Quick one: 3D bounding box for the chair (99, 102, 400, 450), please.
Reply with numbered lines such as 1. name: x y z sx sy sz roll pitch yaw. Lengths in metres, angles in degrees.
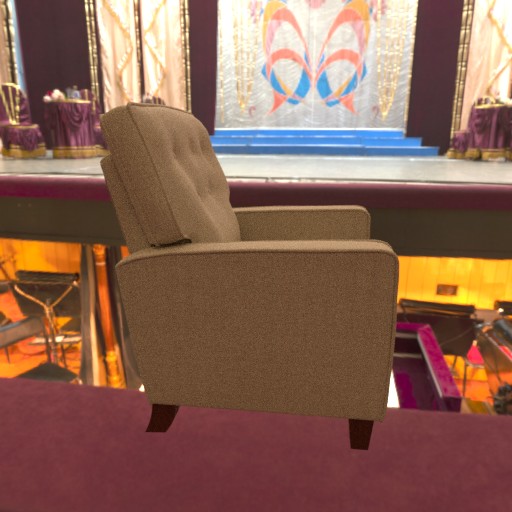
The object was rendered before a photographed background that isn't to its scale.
1. chair: 0.000 0.000 1.378 0.754 0.888 0.648 2 16 7
